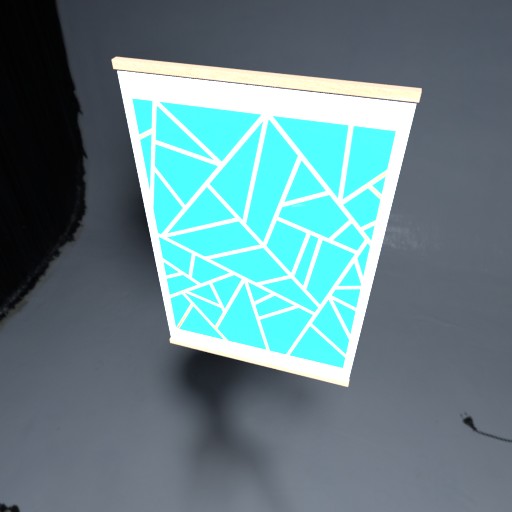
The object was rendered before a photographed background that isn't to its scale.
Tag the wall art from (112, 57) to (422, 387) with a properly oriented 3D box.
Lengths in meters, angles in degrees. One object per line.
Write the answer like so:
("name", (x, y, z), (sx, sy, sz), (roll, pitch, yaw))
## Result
("wall art", (0.000, 0.000, 1.881), (0.990, 1.519, 0.030), (11, 43, 12))
